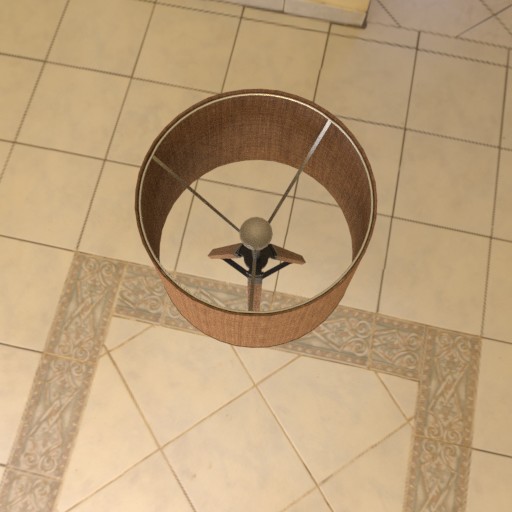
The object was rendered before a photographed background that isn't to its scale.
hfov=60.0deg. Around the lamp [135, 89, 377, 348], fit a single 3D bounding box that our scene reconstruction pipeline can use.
[{"bbox_3d":[0.000,0.000,0.702,0.290,0.514,0.290,0,76,0],"label":"lamp"}]
